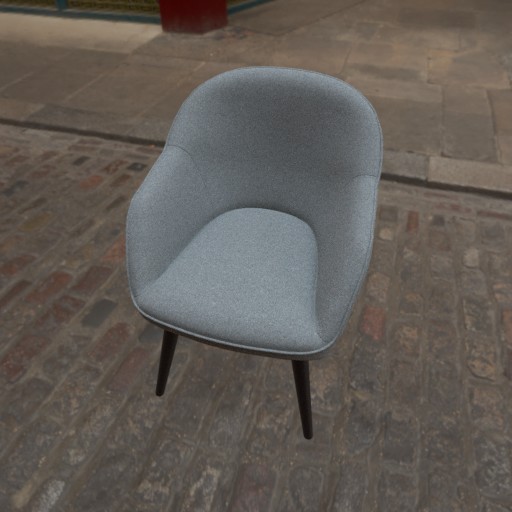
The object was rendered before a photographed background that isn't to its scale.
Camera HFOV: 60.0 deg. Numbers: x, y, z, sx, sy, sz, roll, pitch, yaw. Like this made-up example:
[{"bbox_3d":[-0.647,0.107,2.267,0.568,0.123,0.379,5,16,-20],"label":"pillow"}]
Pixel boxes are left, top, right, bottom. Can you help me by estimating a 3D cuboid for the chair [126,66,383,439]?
[{"bbox_3d":[0.000,0.000,1.214,0.589,0.810,0.611,11,43,13],"label":"chair"}]
